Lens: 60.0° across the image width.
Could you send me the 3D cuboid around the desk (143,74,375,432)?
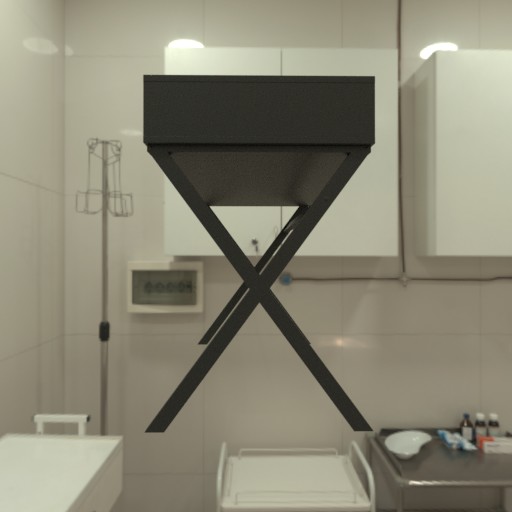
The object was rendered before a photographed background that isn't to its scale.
[{"bbox_3d":[0.000,0.000,1.490,0.504,0.780,1.057,0,0,-1],"label":"desk"}]
